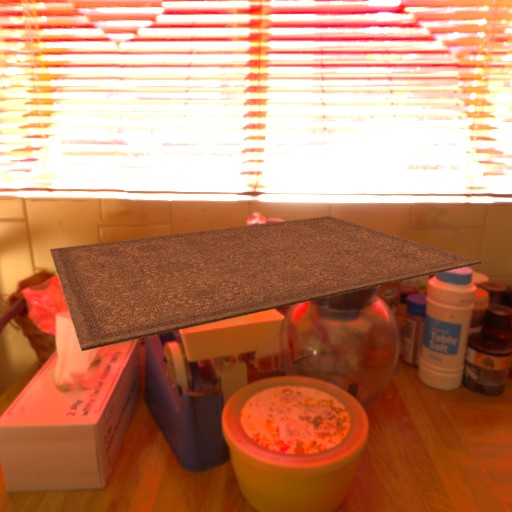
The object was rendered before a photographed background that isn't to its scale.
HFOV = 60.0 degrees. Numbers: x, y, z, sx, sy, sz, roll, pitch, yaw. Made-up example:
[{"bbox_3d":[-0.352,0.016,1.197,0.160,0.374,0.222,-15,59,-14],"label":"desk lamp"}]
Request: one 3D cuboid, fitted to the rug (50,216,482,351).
[{"bbox_3d":[0.000,0.000,2.236,1.819,0.012,1.208,-9,19,-27],"label":"rug"}]
